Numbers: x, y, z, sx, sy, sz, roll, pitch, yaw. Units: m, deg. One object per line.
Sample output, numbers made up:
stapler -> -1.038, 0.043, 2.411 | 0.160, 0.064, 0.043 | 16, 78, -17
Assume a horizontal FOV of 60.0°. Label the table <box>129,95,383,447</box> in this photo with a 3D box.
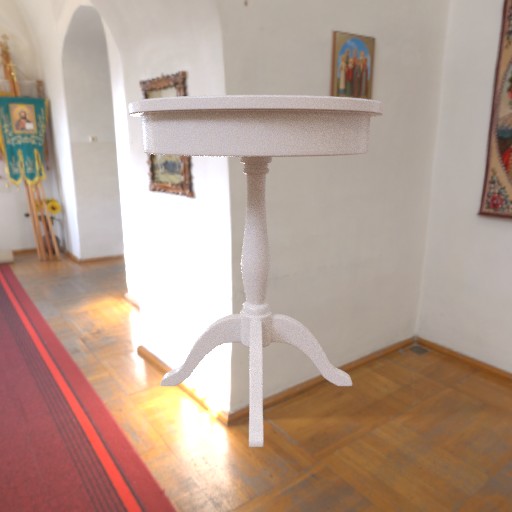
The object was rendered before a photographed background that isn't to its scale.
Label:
table -> 0.000, 0.000, 1.010 | 0.513, 0.653, 0.513 | 0, 15, 0
